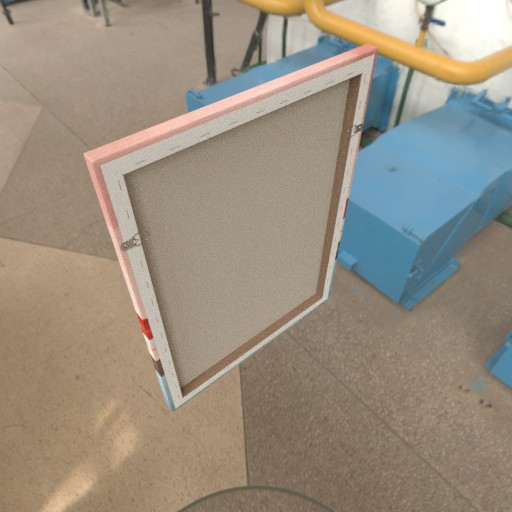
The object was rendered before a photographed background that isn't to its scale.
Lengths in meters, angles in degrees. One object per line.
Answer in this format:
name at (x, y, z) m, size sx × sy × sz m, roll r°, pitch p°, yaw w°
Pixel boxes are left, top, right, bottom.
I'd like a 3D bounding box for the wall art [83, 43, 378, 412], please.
wall art at (0.000, 0.000, 1.310) m, size 0.761 × 1.016 × 0.039 m, roll -31°, pitch 54°, yaw -26°
